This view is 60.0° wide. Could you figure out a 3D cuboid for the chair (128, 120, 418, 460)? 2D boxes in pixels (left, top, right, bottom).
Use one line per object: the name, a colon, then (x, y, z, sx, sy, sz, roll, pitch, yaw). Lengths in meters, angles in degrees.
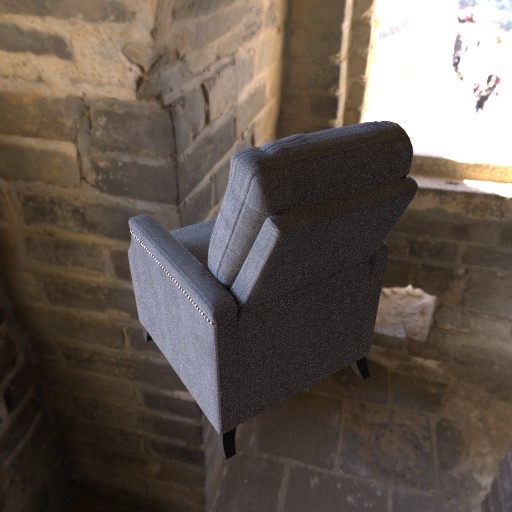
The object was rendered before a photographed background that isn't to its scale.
chair: (0.000, 0.000, 1.632, 0.710, 1.049, 0.922, -19, 35, -29)
